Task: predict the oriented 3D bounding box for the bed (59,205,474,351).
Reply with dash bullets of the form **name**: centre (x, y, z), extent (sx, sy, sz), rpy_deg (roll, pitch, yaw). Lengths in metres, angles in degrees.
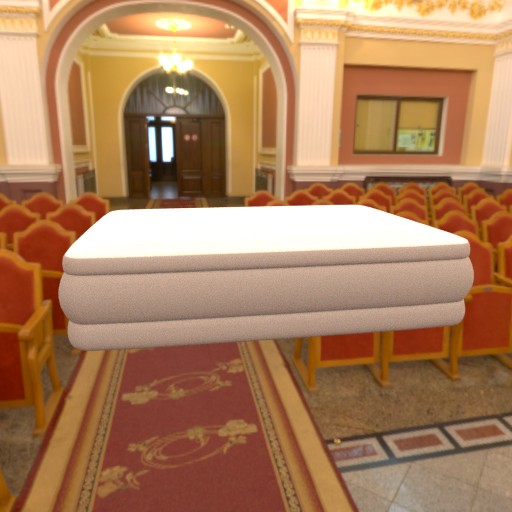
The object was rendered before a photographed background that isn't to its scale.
- **bed**: centre (0.000, 0.000, 2.714), extent (2.036, 0.460, 1.520), rpy_deg (-2, 14, -9)
